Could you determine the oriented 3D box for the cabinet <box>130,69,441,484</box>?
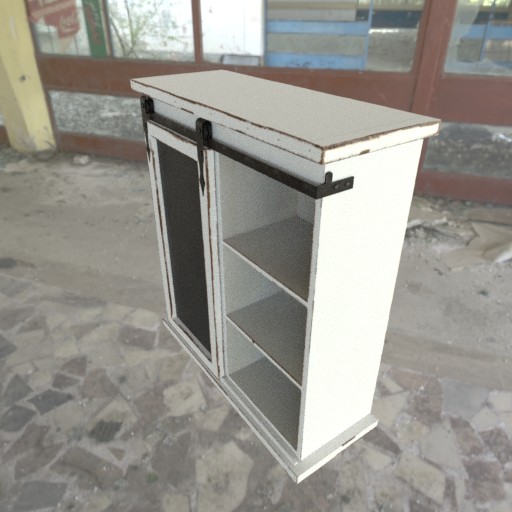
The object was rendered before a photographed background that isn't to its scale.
[{"bbox_3d":[0.000,0.000,0.869,0.210,0.603,0.541,-20,36,-30],"label":"cabinet"}]
